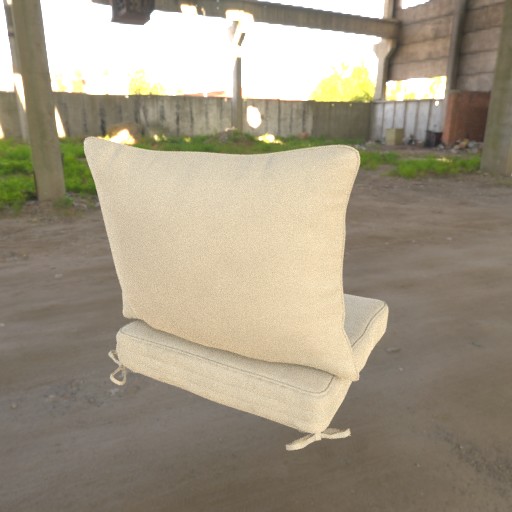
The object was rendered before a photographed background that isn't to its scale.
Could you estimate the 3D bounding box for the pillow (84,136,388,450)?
[{"bbox_3d":[0.000,0.000,1.365,0.798,0.716,0.733,9,20,28],"label":"pillow"}]
